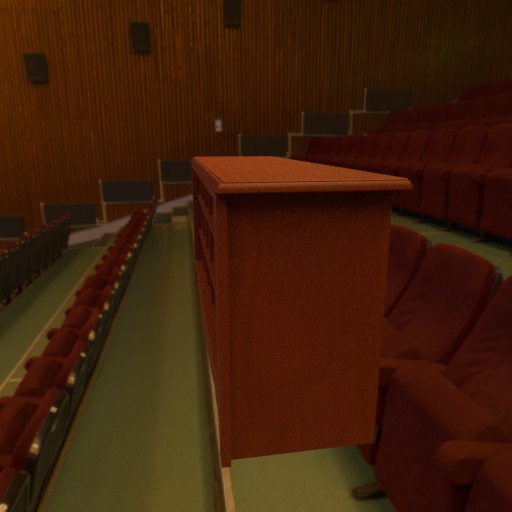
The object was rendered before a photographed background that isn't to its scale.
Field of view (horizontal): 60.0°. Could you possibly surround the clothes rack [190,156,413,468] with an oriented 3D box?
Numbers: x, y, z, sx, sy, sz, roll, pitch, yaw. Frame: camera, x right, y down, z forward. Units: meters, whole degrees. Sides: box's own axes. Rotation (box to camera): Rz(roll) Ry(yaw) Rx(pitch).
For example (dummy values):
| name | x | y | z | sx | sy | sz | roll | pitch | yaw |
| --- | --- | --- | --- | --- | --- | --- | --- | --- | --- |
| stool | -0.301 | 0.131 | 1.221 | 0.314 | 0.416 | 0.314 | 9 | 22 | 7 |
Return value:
| name | x | y | z | sx | sy | sz | roll | pitch | yaw |
| --- | --- | --- | --- | --- | --- | --- | --- | --- | --- |
| clothes rack | 0.000 | 0.000 | 1.448 | 0.362 | 0.594 | 1.251 | -3 | 15 | -10 |
